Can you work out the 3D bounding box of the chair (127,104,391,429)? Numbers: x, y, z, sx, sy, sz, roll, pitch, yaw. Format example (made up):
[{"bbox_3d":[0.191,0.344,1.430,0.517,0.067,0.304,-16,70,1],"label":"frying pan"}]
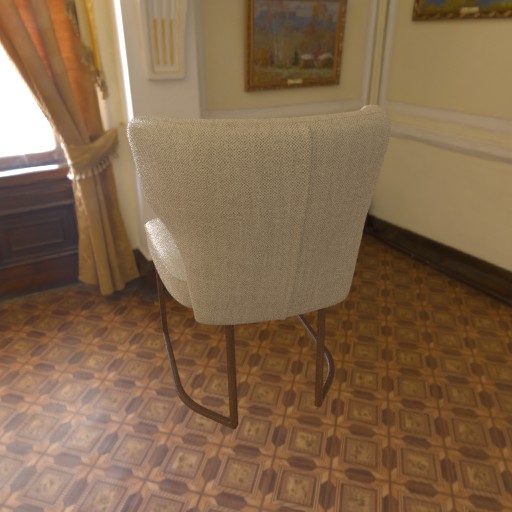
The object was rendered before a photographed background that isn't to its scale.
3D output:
[{"bbox_3d":[0.000,0.000,1.235,0.611,0.824,0.617,-8,28,-16],"label":"chair"}]
